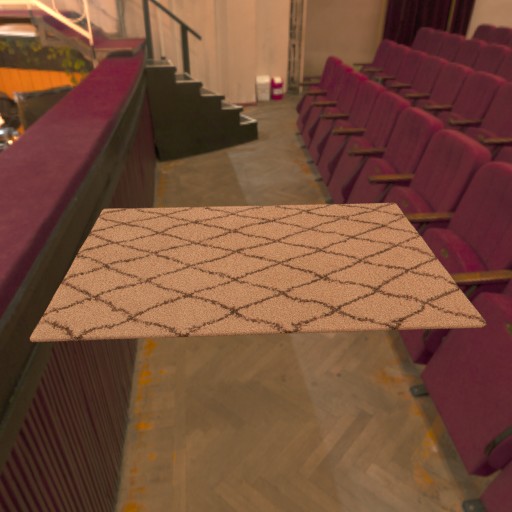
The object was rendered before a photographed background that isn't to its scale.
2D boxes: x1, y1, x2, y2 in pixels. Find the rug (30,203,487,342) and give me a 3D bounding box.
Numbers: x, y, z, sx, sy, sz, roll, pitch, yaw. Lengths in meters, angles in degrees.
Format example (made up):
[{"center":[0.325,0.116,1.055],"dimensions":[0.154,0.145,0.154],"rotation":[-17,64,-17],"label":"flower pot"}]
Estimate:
[{"center":[0.000,0.000,3.399],"dimensions":[2.743,0.030,1.778],"rotation":[-1,31,-2],"label":"rug"}]
